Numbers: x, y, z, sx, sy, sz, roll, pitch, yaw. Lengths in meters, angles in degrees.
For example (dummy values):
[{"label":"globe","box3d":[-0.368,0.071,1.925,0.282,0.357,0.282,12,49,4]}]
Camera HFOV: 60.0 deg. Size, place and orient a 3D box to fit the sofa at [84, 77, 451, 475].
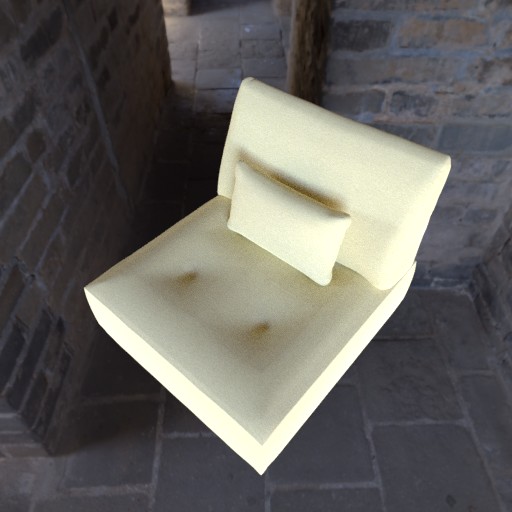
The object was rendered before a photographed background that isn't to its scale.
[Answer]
[{"label":"sofa","box3d":[0.000,0.000,1.695,0.930,0.820,1.000,32,55,27]}]
